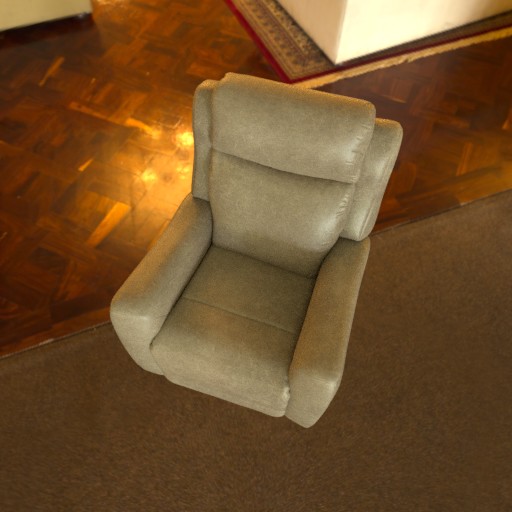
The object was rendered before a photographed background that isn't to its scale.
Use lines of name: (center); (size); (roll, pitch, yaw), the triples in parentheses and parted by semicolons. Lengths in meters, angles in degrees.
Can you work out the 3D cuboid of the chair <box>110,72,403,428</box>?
chair: (0.000, 0.000, 1.955); (0.967, 1.116, 1.068); (17, 60, 10)
